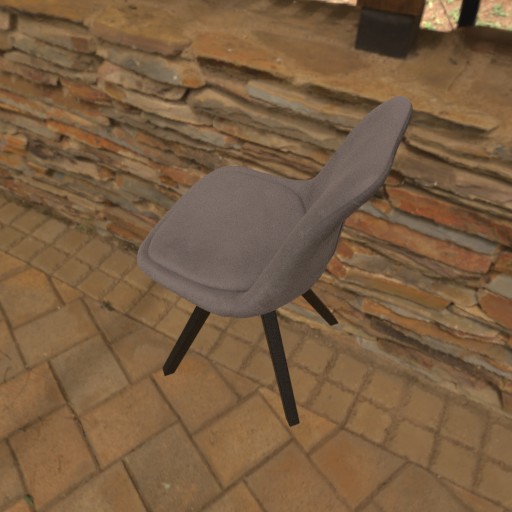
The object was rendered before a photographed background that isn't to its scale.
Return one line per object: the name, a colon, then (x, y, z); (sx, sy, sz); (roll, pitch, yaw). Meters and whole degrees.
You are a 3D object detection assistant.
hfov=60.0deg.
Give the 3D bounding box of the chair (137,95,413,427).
chair: (0.000, 0.000, 1.139); (0.550, 0.850, 0.485); (18, 50, 16)
